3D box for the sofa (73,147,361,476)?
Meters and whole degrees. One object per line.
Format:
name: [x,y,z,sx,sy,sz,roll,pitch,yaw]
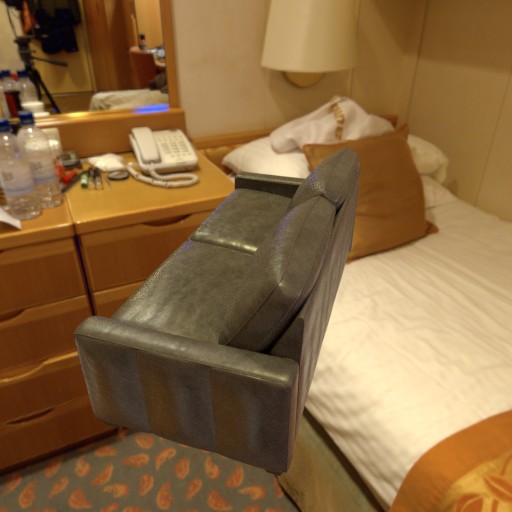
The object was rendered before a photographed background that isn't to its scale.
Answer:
sofa: [0.000,0.000,2.587,0.939,0.916,2.081,9,32,15]
